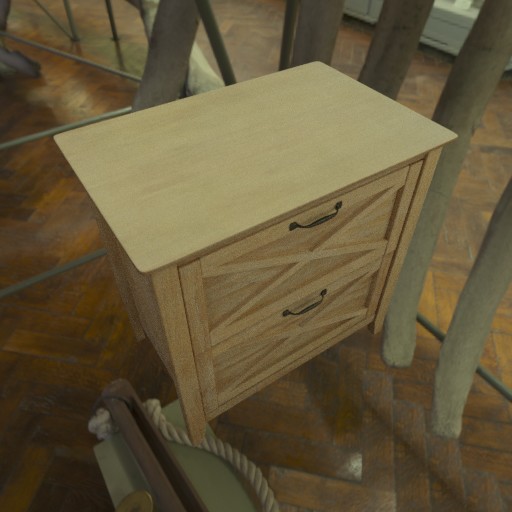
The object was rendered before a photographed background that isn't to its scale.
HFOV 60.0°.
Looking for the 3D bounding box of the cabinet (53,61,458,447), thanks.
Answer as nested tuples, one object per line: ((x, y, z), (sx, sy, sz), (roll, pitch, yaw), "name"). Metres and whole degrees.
((0.000, 0.000, 1.258), (0.763, 0.762, 0.503), (-25, 50, -23), "cabinet")
